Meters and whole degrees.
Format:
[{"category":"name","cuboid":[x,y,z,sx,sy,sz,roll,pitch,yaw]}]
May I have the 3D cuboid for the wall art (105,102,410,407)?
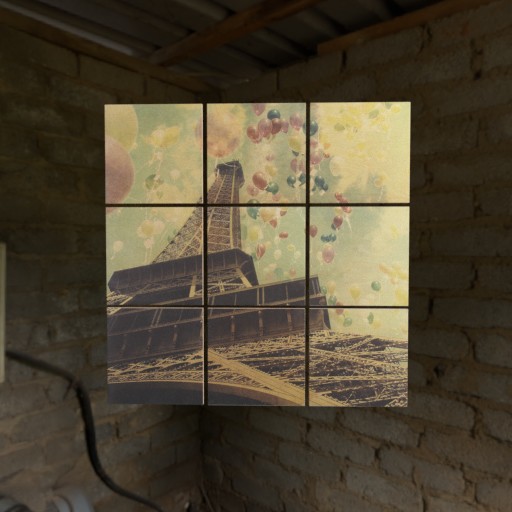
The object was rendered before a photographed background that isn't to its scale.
[{"category":"wall art","cuboid":[0.000,0.000,1.792,1.219,1.218,0.013,0,2,2]}]
